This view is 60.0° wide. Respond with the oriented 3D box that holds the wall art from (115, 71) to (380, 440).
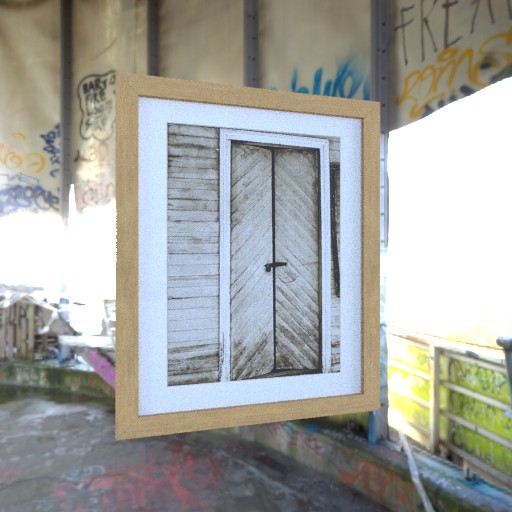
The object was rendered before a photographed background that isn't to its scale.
[{"bbox_3d":[0.000,0.000,0.516,0.312,0.380,0.030,0,0,-17],"label":"wall art"}]
